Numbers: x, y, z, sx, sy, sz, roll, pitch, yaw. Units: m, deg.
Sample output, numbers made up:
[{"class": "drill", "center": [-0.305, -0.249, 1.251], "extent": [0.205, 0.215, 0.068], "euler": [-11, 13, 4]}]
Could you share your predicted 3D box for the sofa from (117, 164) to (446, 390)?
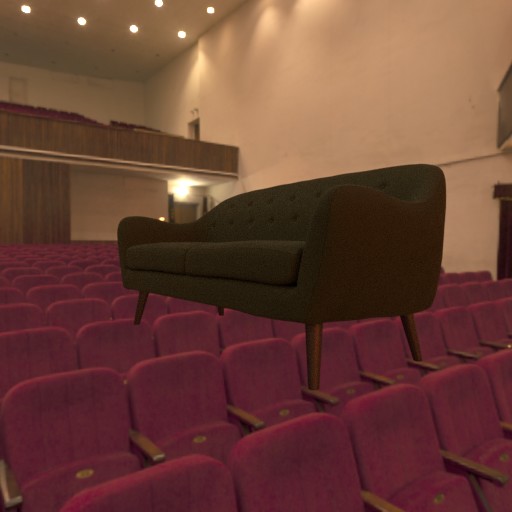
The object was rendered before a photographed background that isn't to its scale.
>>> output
[{"class": "sofa", "center": [0.000, 0.000, 2.242], "extent": [0.820, 0.836, 1.840], "euler": [-1, 1, -37]}]
